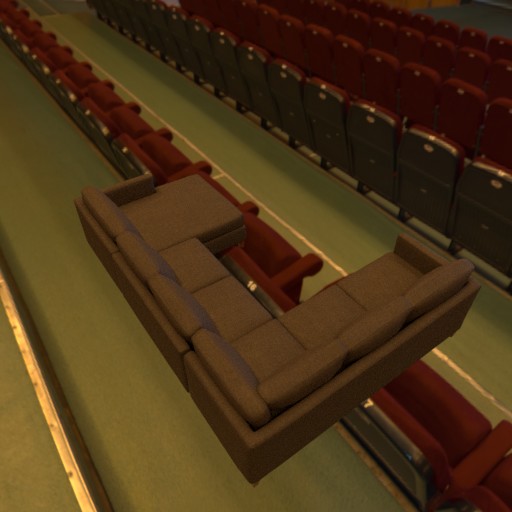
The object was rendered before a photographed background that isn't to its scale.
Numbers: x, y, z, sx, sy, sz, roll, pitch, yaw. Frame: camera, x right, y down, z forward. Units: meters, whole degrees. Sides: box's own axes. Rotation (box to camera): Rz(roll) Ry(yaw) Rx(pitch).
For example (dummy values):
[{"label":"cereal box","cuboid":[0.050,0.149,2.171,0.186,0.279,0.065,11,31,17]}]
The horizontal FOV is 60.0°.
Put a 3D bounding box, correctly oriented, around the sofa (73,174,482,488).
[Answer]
[{"label":"sofa","cuboid":[0.000,0.000,4.611,2.594,0.961,3.460,-26,49,-25]}]
